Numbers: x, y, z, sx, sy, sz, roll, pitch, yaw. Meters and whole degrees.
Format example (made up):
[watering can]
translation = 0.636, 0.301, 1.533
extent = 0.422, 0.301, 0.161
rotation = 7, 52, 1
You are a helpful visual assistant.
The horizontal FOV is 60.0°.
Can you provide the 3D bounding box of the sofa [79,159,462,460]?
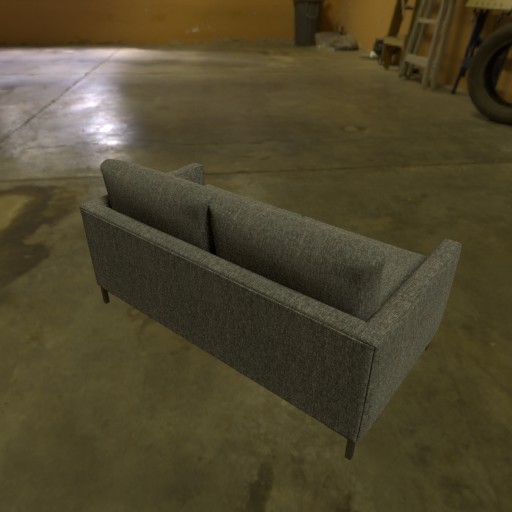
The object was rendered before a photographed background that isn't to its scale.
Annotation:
[sofa]
translation = 0.000, 0.000, 2.232
extent = 1.716, 0.862, 0.866
rotation = 23, 38, 33
